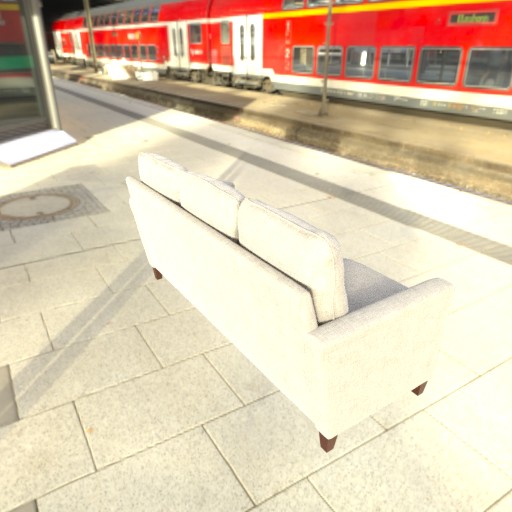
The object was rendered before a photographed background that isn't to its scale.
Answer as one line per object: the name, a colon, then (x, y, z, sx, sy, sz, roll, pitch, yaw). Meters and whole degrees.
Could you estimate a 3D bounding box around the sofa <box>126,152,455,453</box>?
sofa: (0.000, 0.000, 2.481, 0.828, 0.959, 1.925, -16, 30, -30)
